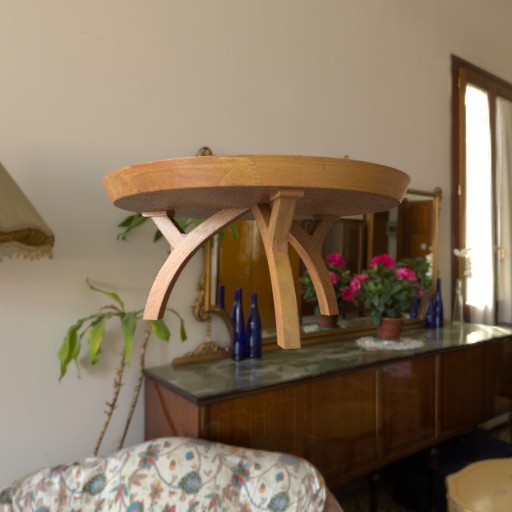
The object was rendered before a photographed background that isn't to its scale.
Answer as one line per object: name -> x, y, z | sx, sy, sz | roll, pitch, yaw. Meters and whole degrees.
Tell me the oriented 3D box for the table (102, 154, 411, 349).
table -> 0.000, 0.000, 1.535 | 1.016, 0.470, 1.016 | 0, 0, 0
